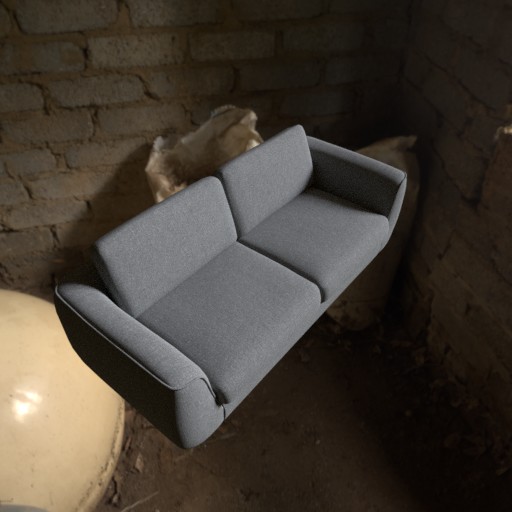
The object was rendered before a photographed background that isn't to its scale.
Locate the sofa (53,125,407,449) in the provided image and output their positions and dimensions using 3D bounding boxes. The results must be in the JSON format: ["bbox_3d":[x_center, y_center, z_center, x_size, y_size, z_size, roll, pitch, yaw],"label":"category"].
[{"bbox_3d":[0.000,0.000,2.472,0.920,0.870,2.000,28,49,28],"label":"sofa"}]
